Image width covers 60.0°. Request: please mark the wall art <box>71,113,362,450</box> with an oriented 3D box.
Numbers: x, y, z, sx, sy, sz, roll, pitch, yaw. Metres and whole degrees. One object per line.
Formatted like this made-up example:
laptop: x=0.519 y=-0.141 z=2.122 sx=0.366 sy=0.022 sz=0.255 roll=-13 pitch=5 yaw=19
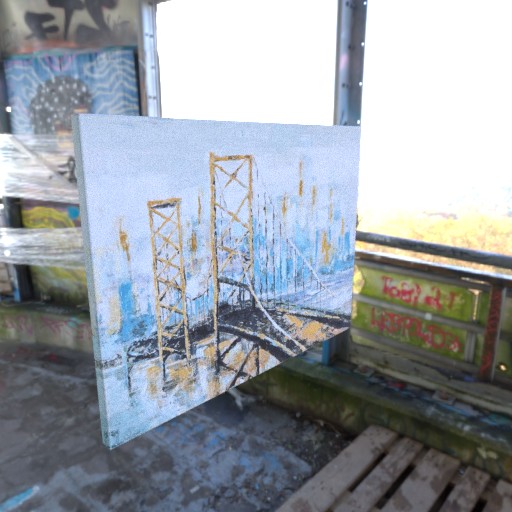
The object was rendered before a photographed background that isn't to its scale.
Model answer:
wall art: x=0.000 y=0.000 z=1.315 sx=0.038 sy=0.762 sz=1.016 roll=14 pitch=20 yaw=43
